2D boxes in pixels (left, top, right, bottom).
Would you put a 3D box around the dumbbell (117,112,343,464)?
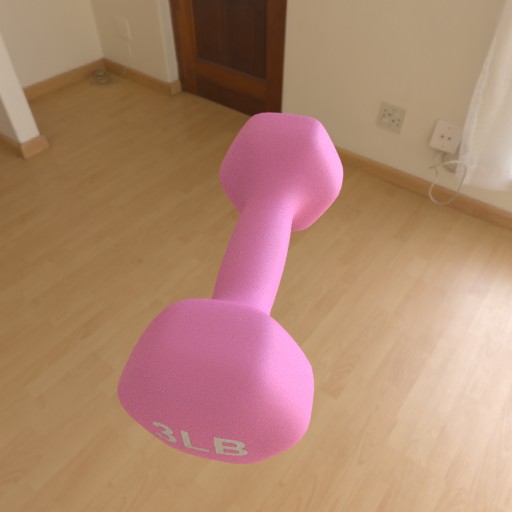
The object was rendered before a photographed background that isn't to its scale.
[{"bbox_3d":[0.000,0.000,0.186,0.064,0.058,0.159,9,46,9],"label":"dumbbell"}]
